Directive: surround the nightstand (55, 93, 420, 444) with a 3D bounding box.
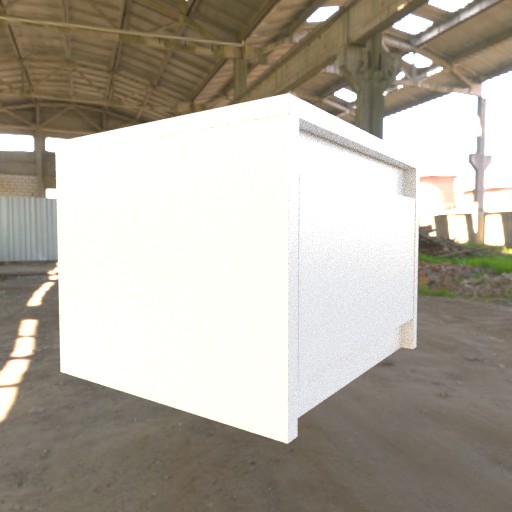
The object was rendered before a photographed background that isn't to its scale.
[{"bbox_3d":[0.000,0.000,0.750,0.408,0.351,0.470,2,4,35],"label":"nightstand"}]
